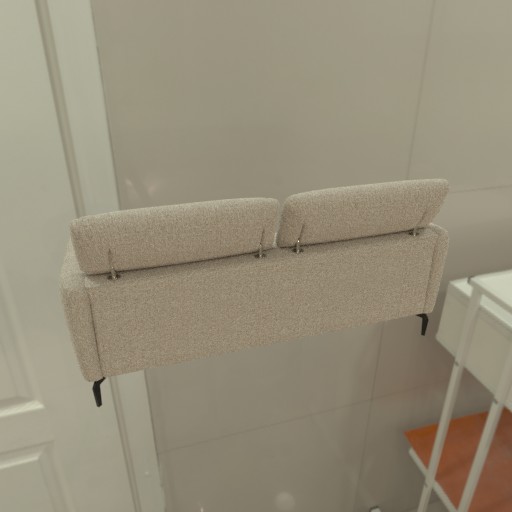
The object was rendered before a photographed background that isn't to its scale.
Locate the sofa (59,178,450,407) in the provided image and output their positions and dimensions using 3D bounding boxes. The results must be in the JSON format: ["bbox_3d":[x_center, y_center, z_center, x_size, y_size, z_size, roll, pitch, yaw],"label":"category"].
[{"bbox_3d":[0.000,0.000,2.501,2.015,0.956,0.856,-8,28,-16],"label":"sofa"}]
